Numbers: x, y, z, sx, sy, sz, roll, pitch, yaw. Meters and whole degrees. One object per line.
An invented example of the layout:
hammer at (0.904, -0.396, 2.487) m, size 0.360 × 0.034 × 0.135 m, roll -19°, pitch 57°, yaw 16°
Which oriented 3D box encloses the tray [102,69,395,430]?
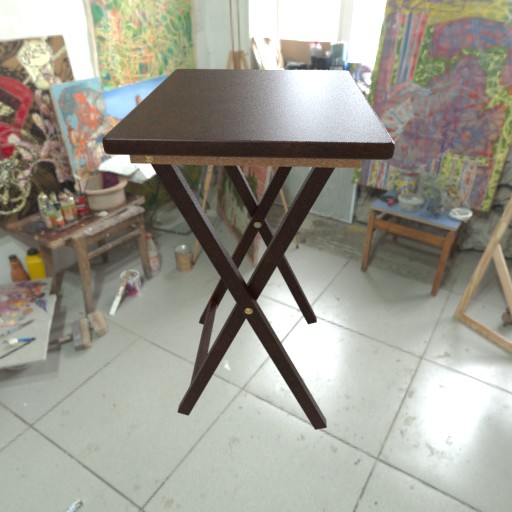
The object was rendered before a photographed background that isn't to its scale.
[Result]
tray at (0.000, 0.000, 0.946) m, size 0.381 × 0.660 × 0.483 m, roll 2°, pitch 33°, yaw 3°
